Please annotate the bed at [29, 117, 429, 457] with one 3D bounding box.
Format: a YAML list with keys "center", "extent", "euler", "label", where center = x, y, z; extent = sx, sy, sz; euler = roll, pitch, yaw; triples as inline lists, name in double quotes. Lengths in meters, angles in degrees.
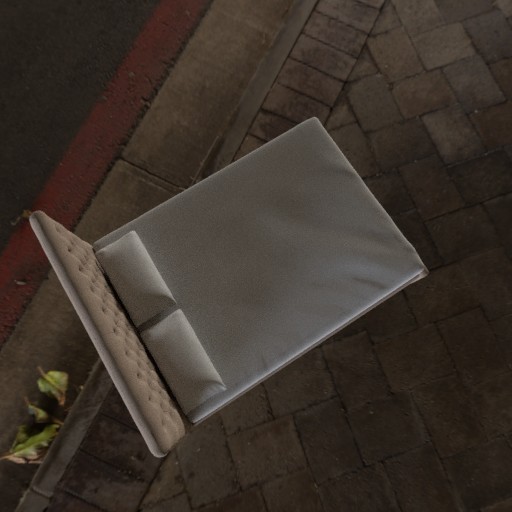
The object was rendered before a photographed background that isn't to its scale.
- center: [0.000, 0.000, 3.443]
  extent: [2.387, 1.427, 1.698]
  euler: [-31, 78, -7]
  label: "bed"
